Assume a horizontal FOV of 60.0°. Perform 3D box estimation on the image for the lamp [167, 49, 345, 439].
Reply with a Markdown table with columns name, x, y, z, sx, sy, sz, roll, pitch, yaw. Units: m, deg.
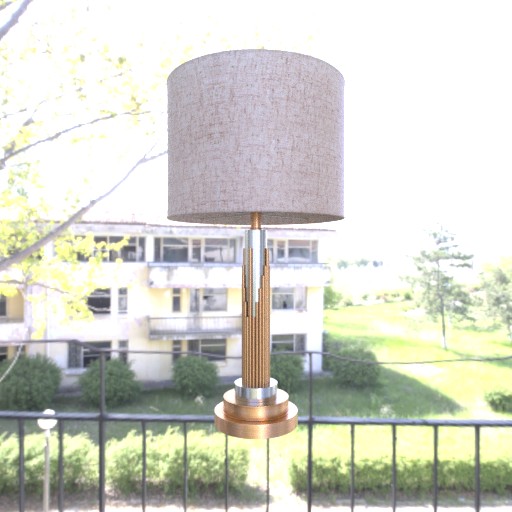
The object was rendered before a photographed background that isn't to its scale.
| name | x | y | z | sx | sy | sz | roll | pitch | yaw |
| --- | --- | --- | --- | --- | --- | --- | --- | --- | --- |
| lamp | 0.000 | 0.000 | 0.812 | 0.321 | 0.610 | 0.321 | 0 | 0 | 1 |
